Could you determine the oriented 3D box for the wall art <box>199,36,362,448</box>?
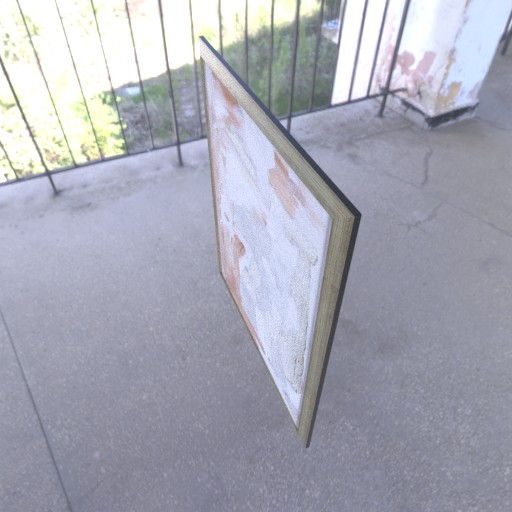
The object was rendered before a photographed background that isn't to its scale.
[{"bbox_3d":[0.000,0.000,0.895,0.018,0.660,0.559,-17,48,-15],"label":"wall art"}]
